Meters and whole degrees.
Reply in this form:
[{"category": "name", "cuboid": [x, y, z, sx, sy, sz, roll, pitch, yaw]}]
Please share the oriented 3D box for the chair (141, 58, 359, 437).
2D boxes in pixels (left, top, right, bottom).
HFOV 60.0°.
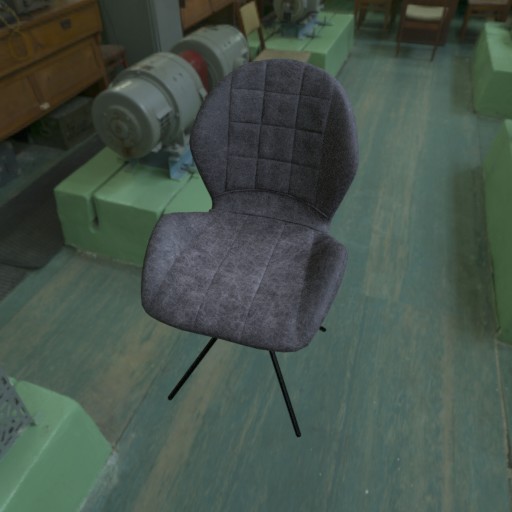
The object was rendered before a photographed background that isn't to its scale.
[{"category": "chair", "cuboid": [0.000, 0.000, 1.301, 0.527, 0.934, 0.640, 11, 42, 13]}]
